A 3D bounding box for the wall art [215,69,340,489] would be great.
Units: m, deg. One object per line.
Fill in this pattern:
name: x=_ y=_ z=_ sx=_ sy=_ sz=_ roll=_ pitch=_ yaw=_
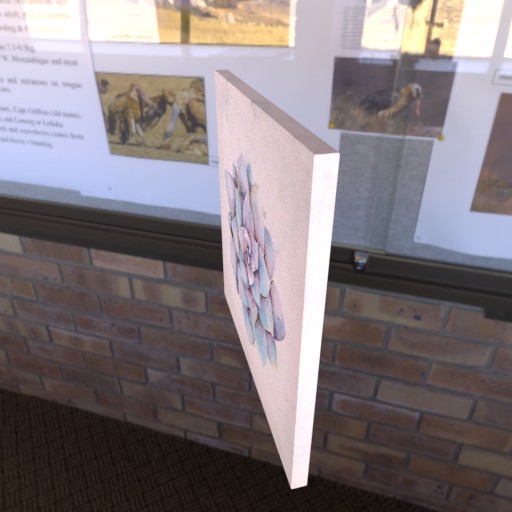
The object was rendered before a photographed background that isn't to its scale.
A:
wall art: x=0.000 y=0.000 z=1.108 sx=0.038 sy=0.762 sz=0.762 roll=-8 pitch=32 yaw=-13
